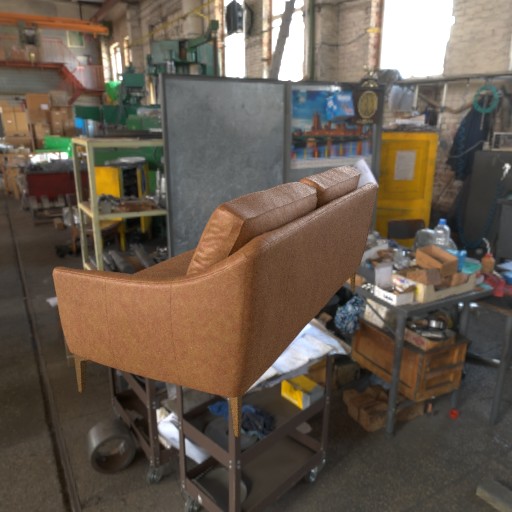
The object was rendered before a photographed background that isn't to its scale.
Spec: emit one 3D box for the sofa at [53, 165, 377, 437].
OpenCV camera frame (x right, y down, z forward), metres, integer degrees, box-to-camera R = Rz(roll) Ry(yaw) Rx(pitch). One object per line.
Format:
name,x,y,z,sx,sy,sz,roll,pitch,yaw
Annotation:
sofa,0.000,0.000,2.597,0.981,0.945,2.036,8,19,25
